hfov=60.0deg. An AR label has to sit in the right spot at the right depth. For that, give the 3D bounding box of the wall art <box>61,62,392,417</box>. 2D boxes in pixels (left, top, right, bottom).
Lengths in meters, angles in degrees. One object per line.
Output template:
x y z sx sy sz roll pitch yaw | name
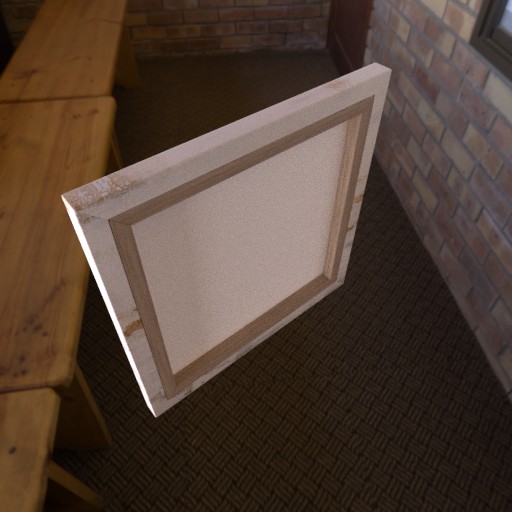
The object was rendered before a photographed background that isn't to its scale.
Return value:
0.000 0.000 0.909 0.611 0.613 0.040 -31 54 -26 | wall art
